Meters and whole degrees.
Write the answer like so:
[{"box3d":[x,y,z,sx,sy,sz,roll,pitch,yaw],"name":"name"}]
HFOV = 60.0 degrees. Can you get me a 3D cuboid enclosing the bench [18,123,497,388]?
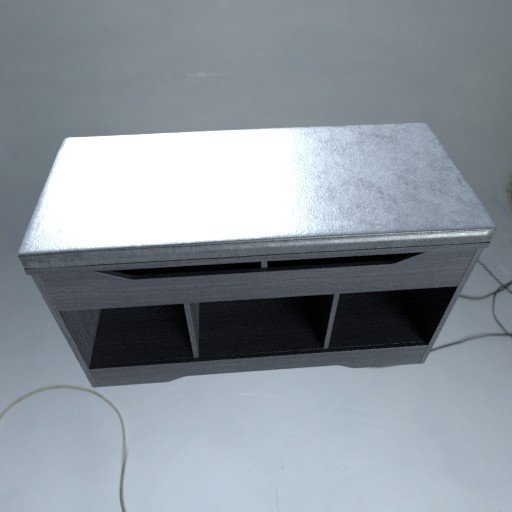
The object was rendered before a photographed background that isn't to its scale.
[{"box3d":[0.000,0.000,1.138,0.905,0.501,0.401,-3,46,-3],"name":"bench"}]
